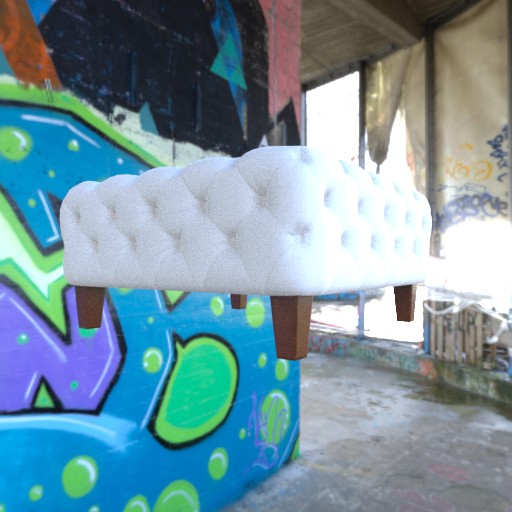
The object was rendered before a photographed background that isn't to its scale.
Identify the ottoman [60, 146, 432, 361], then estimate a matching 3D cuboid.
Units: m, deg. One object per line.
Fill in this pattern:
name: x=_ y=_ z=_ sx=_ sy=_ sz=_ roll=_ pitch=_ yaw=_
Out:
ottoman: x=0.000 y=0.000 z=1.217 sx=0.755 sy=0.376 sz=0.753 roll=-1 pitch=-1 yaw=37
